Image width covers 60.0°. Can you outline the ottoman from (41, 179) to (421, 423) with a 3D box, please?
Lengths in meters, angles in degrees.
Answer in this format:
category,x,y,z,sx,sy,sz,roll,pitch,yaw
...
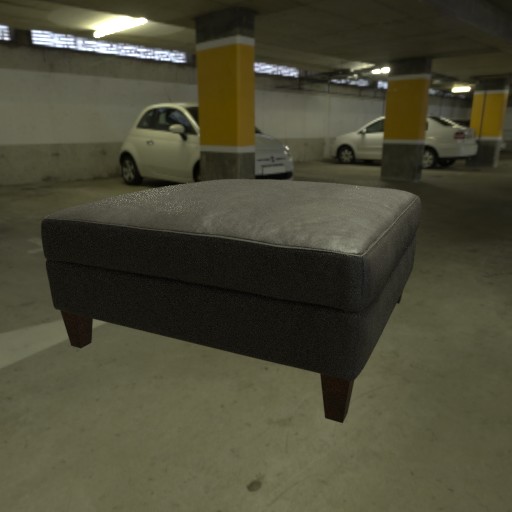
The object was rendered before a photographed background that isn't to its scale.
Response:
category,x,y,z,sx,sy,sz,roll,pitch,yaw
ottoman,0.000,0.000,1.318,0.844,0.415,0.836,8,18,25
